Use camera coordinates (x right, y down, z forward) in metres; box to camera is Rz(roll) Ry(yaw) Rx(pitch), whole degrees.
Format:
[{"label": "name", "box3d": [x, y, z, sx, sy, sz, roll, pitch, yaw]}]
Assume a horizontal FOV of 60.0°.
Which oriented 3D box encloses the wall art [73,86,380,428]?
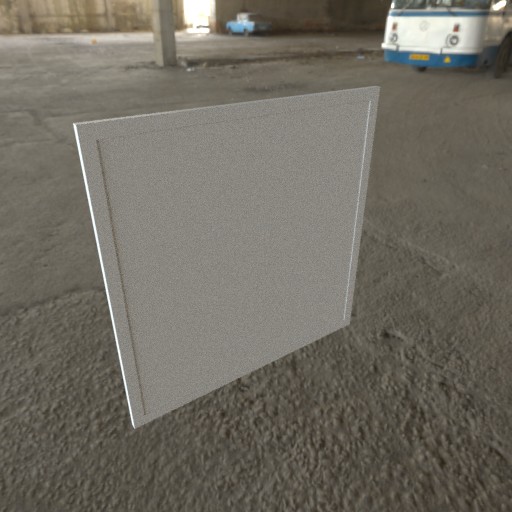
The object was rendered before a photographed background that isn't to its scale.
[{"label": "wall art", "box3d": [0.000, 0.000, 0.988, 0.660, 0.660, 0.015, -18, 34, -30]}]
